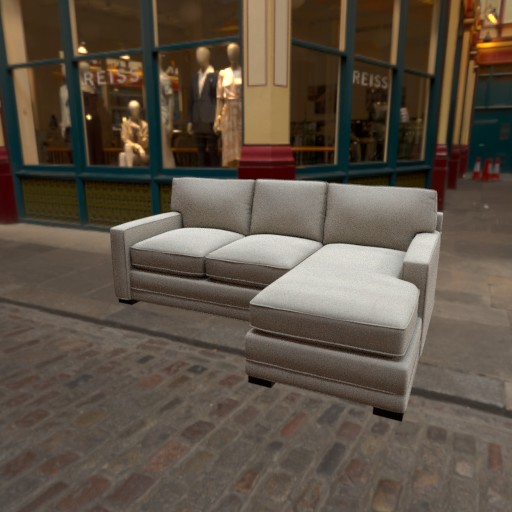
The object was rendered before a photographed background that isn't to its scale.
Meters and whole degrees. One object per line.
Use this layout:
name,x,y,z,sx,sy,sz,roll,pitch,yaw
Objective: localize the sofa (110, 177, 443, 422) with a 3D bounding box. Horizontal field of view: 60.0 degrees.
sofa,0.000,0.000,2.815,2.087,0.861,1.496,7,16,25
